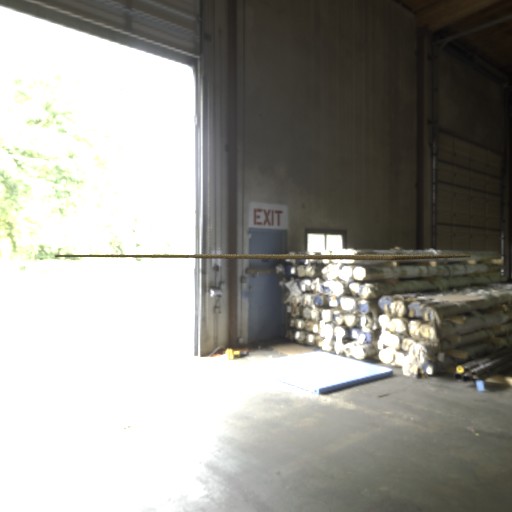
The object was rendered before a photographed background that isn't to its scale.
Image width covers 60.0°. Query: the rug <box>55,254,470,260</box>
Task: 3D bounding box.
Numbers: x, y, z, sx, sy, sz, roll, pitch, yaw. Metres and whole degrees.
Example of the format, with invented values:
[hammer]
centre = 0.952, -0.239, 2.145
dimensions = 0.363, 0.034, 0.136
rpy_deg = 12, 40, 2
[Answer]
[rug]
centre = 0.000, 0.000, 2.097
dimensions = 1.667, 0.013, 1.062
rpy_deg = 0, 0, 36
